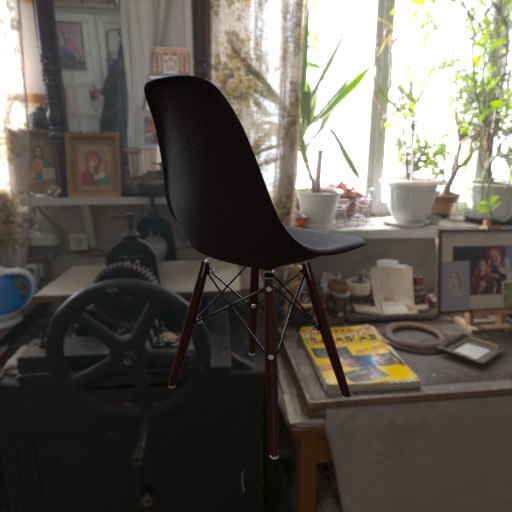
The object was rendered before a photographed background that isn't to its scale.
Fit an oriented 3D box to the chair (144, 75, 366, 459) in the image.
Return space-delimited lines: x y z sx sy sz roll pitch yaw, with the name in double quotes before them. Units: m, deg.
"chair" 0.000 0.000 1.161 0.470 0.826 0.533 14 20 42
